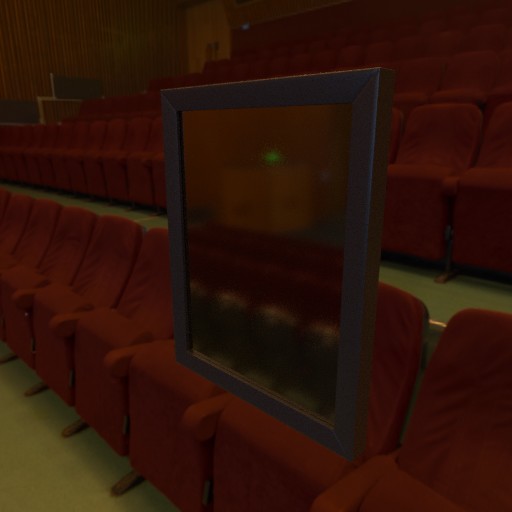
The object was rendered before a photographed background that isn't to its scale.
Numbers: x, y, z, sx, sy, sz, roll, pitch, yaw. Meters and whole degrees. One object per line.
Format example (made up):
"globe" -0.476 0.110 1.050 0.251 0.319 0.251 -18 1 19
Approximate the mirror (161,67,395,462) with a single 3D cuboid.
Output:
"mirror" 0.000 0.000 0.692 0.405 0.508 0.041 15 21 42
